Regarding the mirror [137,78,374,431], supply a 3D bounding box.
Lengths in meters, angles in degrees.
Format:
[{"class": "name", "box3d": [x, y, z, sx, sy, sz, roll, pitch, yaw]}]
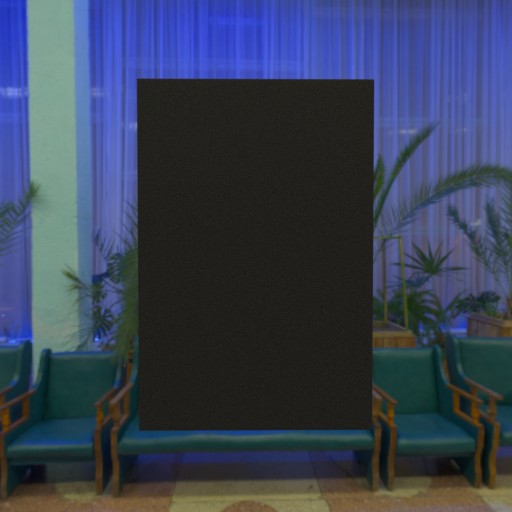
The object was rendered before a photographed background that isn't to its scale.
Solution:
[{"class": "mirror", "box3d": [0.000, 0.000, 1.172, 0.613, 0.914, 0.039, 0, 1, -1]}]
